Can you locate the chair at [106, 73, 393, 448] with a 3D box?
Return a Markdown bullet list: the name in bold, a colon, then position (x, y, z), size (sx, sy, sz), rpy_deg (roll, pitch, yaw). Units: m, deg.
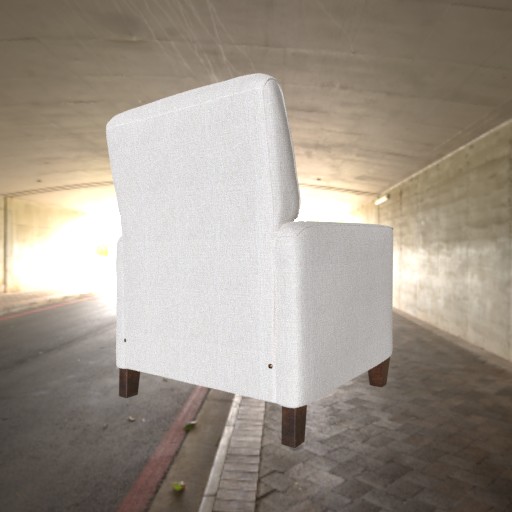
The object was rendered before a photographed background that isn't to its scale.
- **chair**: position (0.000, 0.000, 1.677), size (0.841, 1.028, 0.858), rpy_deg (0, 0, 35)
